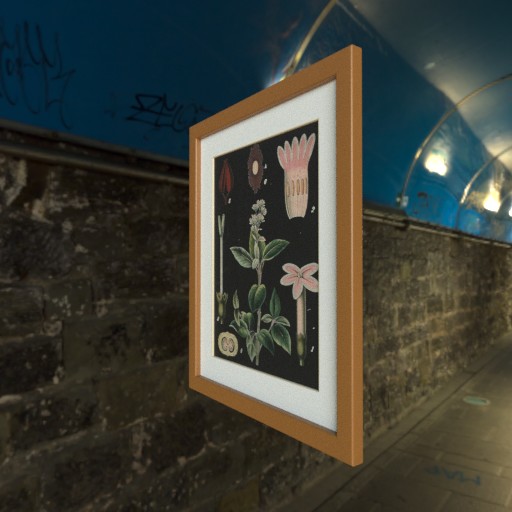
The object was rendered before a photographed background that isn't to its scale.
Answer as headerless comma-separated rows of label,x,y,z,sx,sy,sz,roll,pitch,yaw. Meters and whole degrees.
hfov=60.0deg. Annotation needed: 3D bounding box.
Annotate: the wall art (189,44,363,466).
wall art,0.000,0.000,0.762,0.021,0.550,0.449,1,-1,-36
